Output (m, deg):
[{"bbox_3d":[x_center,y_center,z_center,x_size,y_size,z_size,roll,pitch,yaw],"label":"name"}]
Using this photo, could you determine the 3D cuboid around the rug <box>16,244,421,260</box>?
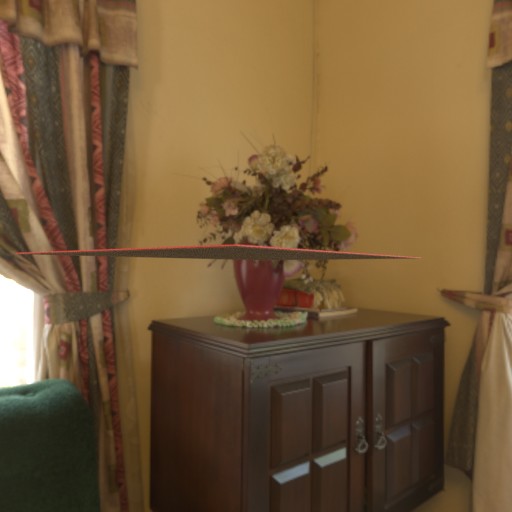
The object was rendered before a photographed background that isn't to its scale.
[{"bbox_3d":[0.000,0.000,2.990,1.534,0.010,2.423,-1,-2,35],"label":"rug"}]
